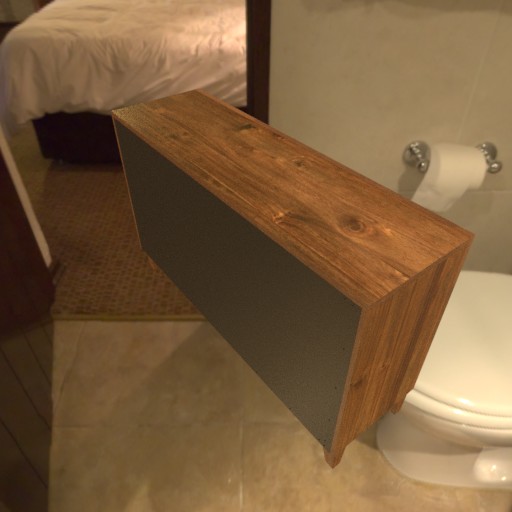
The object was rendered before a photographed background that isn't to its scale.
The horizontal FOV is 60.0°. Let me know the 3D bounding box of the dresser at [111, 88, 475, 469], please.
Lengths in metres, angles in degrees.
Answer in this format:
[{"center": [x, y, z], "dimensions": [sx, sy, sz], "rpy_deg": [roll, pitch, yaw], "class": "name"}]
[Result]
[{"center": [0.000, 0.000, 1.805], "dimensions": [0.446, 0.873, 1.400], "rpy_deg": [-27, 47, -28], "class": "dresser"}]
